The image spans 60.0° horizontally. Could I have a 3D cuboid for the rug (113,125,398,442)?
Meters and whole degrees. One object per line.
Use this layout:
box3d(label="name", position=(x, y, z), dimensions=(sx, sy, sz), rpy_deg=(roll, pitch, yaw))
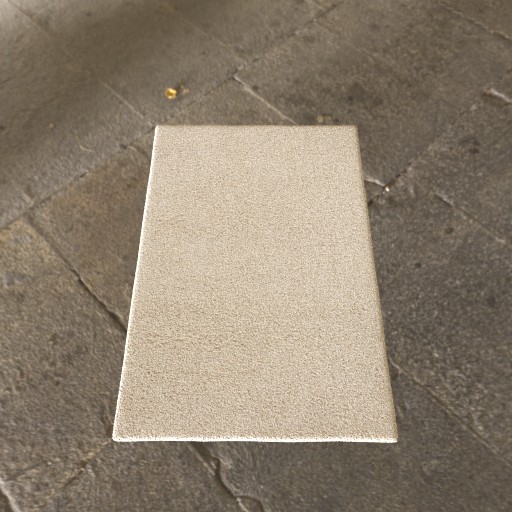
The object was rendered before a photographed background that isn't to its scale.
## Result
box3d(label="rug", position=(0.000, 0.000, 2.295), dimensions=(1.219, 0.030, 1.778), rpy_deg=(0, 63, 0))
